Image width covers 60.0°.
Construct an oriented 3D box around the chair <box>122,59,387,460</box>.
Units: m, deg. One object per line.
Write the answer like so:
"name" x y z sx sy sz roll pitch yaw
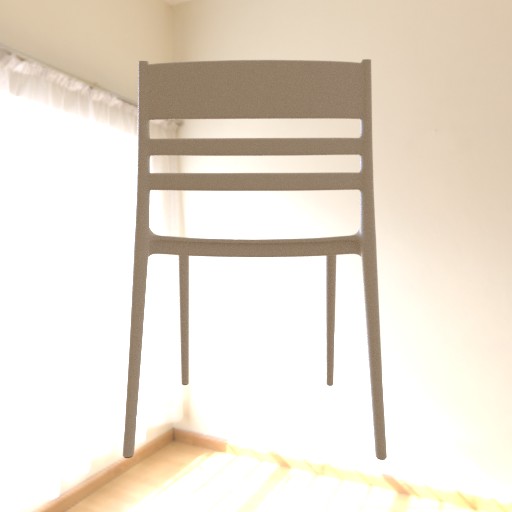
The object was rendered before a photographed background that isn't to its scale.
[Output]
"chair" 0.000 0.000 1.112 0.531 0.800 0.511 0 1 1
